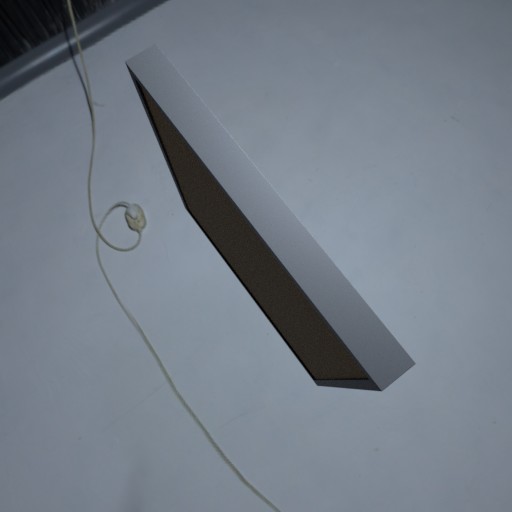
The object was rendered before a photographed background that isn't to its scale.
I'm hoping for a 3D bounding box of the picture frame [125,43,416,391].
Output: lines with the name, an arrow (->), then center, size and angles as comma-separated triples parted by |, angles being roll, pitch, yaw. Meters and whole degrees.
picture frame -> 0.000, 0.000, 0.479 | 0.030, 0.317, 0.317 | -35, 77, -9
